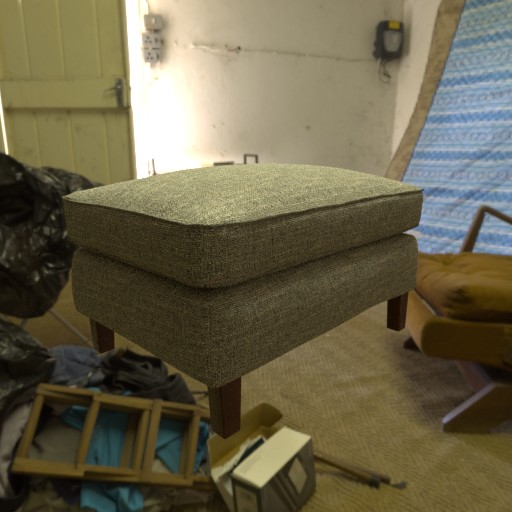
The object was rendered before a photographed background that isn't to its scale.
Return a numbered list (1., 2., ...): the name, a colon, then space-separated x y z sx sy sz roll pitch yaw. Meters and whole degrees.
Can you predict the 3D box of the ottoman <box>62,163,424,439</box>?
1. ottoman: 0.000 0.000 1.003 0.508 0.406 0.686 14 20 43
